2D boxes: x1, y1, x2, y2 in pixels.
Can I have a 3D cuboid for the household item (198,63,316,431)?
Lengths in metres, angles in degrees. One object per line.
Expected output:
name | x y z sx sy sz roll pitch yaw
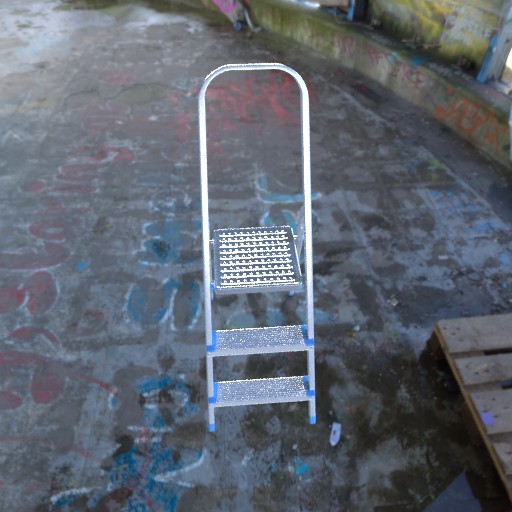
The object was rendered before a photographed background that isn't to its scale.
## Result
household item | 0.000 0.000 1.525 0.420 1.215 0.687 -3 46 -3
